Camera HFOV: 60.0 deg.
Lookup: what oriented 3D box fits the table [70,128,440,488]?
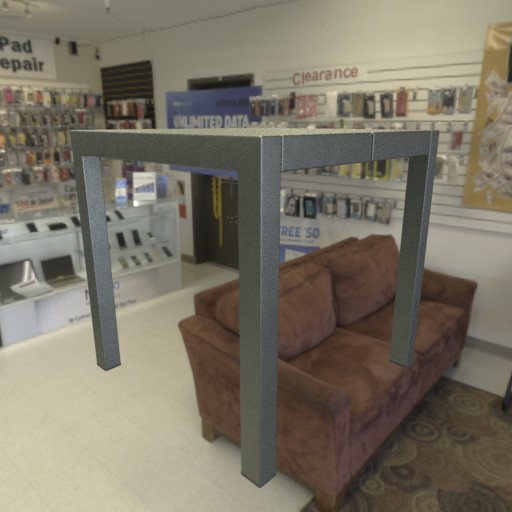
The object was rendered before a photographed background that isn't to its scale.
[{"bbox_3d":[0.000,0.000,0.929,0.508,0.508,0.508,16,23,42],"label":"table"}]
